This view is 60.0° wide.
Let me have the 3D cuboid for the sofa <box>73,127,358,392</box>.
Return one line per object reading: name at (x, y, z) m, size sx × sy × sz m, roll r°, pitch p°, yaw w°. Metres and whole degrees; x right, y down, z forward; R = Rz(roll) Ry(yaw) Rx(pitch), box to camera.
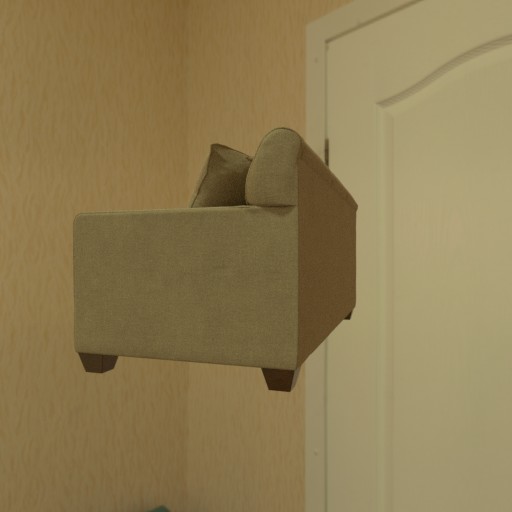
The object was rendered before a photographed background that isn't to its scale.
sofa at (0.000, 0.000, 2.610) m, size 0.997 × 0.958 × 2.024 m, roll 0°, pitch 0°, yaw 18°
